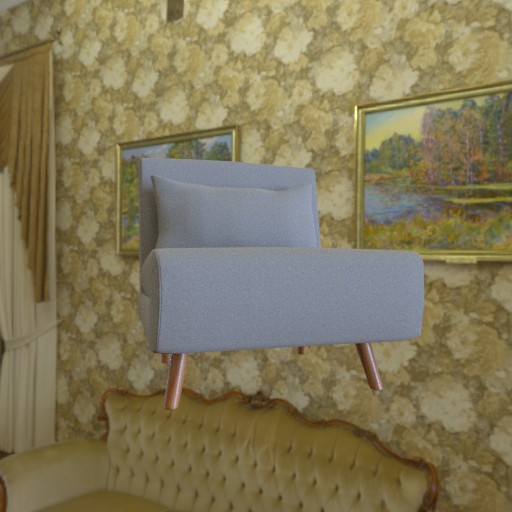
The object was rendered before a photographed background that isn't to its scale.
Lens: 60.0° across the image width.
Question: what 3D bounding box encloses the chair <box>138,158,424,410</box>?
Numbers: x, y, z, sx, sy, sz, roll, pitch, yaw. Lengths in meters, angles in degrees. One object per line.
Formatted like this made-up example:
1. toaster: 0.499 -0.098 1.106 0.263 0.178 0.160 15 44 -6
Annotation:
1. chair: 0.000 0.000 1.531 0.770 0.808 0.902 0 -1 -17
